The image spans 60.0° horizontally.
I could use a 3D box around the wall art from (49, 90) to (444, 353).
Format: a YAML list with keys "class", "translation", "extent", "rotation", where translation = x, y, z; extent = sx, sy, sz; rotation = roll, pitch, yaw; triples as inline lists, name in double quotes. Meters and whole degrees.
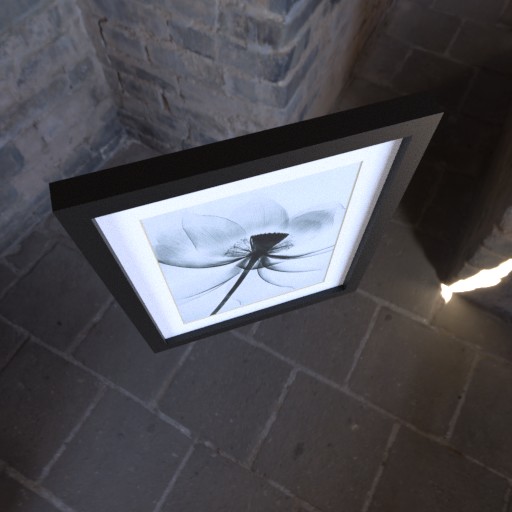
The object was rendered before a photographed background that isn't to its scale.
- class: "wall art"
  translation: [0.000, 0.000, 0.530]
  extent: [0.330, 0.381, 0.029]
  rotation: [-16, 63, -8]
